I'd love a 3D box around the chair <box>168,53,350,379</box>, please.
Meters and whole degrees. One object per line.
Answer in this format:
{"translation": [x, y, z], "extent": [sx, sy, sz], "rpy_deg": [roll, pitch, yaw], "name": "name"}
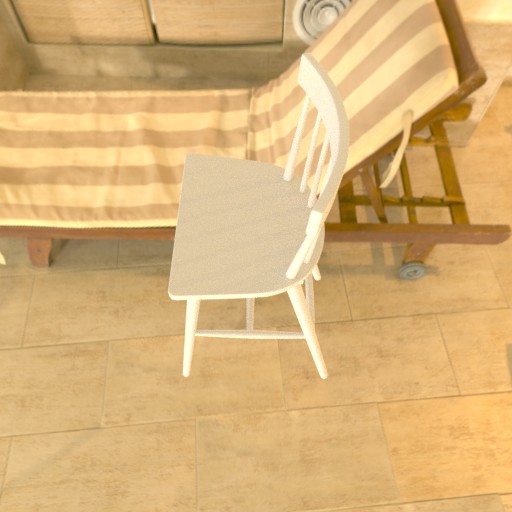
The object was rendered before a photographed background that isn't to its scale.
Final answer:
{"translation": [0.000, 0.000, 1.395], "extent": [0.572, 1.092, 0.483], "rpy_deg": [1, 59, 0], "name": "chair"}
